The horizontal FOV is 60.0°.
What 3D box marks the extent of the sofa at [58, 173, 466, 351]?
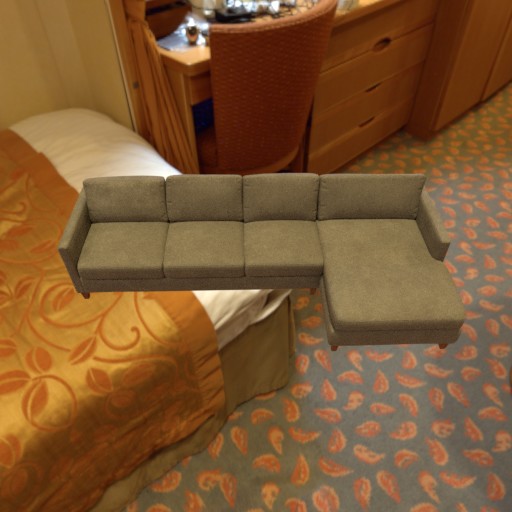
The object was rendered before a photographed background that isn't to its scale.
[{"bbox_3d":[0.000,0.000,4.111,3.471,0.950,1.604,-1,45,-1],"label":"sofa"}]
